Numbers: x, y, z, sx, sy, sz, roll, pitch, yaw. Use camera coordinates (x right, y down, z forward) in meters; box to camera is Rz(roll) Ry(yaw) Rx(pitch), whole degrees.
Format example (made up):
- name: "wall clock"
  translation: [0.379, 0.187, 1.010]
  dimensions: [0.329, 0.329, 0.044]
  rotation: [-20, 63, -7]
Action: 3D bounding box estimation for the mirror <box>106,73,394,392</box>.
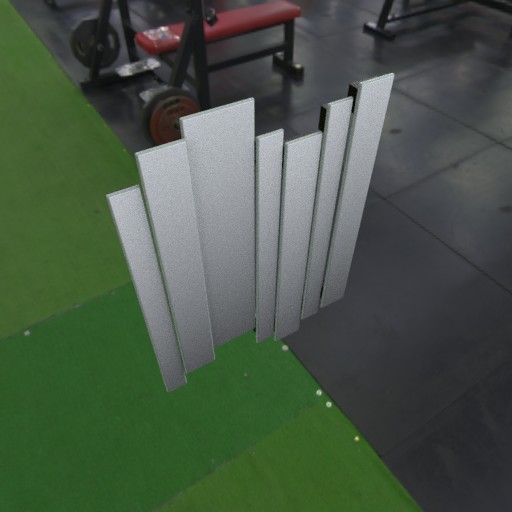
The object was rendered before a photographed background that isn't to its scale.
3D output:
- name: "mirror"
  translation: [0.000, 0.000, 0.810]
  dimensions: [0.445, 0.611, 0.058]
  rotation: [-23, 51, -20]
